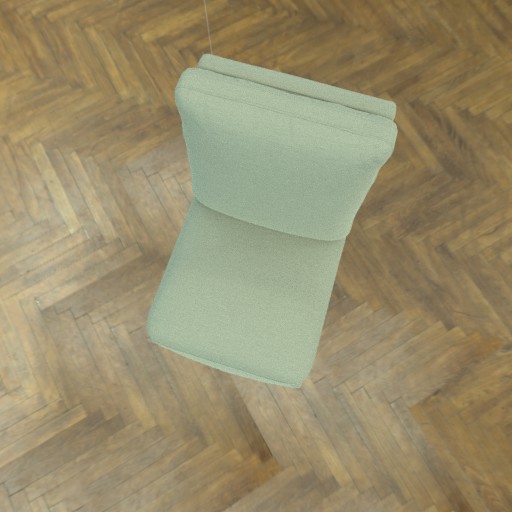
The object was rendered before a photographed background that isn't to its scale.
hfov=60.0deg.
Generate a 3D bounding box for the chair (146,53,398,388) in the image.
[{"bbox_3d":[0.000,0.000,1.327,0.503,0.927,0.698,16,76,4],"label":"chair"}]
